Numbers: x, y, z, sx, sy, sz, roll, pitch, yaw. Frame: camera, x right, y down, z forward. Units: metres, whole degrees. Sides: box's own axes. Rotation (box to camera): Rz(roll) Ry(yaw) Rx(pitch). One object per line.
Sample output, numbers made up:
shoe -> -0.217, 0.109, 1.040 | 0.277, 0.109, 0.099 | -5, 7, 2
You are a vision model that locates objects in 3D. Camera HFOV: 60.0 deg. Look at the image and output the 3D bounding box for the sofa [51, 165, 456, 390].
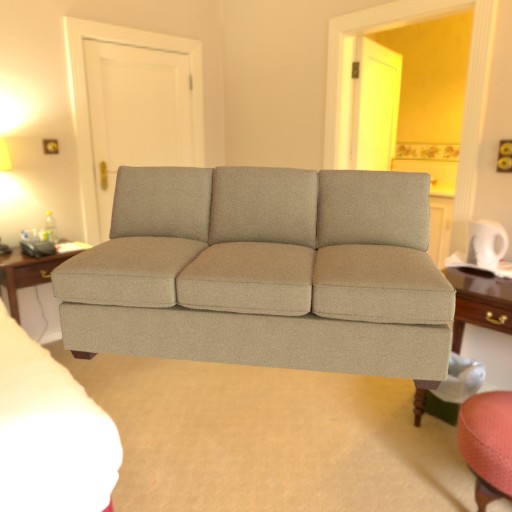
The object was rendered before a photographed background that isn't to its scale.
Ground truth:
sofa -> 0.000, 0.000, 2.712 | 2.092, 1.036, 1.127 | 2, 15, 9
